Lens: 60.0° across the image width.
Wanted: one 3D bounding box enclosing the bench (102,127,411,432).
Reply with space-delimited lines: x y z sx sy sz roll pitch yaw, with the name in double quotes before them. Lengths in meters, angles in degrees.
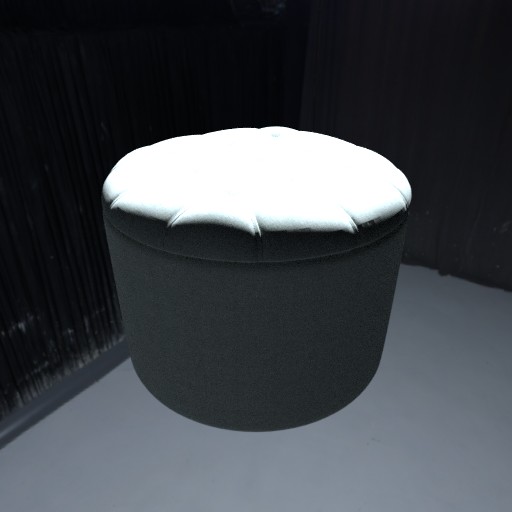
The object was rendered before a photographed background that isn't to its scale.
"bench" 0.000 0.000 0.976 0.600 0.453 0.600 0 30 0
